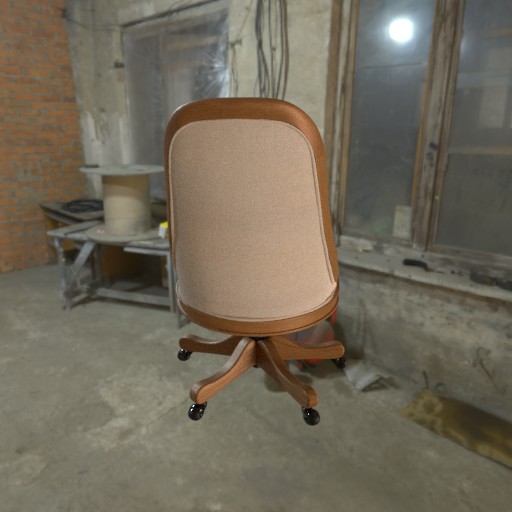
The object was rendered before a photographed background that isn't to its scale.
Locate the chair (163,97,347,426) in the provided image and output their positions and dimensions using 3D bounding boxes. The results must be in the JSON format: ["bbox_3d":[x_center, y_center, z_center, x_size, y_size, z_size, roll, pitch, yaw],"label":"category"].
[{"bbox_3d":[0.000,0.000,1.569,0.702,1.009,0.811,2,16,8],"label":"chair"}]
